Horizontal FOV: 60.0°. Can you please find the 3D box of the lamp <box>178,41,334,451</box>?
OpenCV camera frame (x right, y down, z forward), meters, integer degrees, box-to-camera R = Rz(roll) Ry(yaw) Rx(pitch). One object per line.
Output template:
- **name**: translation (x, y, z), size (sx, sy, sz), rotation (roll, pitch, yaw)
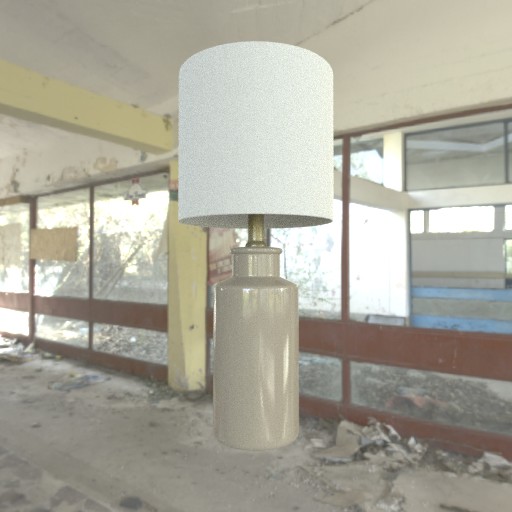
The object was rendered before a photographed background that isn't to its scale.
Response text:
- **lamp**: translation (0.000, 0.000, 0.613), size (0.212, 0.493, 0.212), rotation (0, -1, -17)
